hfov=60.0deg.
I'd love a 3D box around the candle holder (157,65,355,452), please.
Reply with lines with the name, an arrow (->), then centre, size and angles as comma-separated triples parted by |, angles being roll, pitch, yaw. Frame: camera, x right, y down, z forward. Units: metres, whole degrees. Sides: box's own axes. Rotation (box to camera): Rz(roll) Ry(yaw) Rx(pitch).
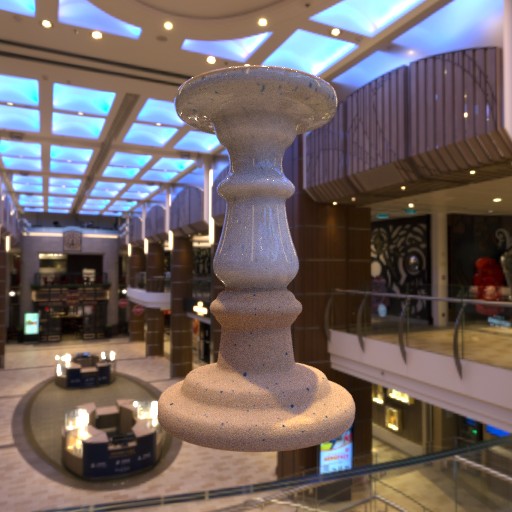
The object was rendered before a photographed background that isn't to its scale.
candle holder -> 0.000, 0.000, 0.284 | 0.123, 0.202, 0.123 | 0, -2, 0
